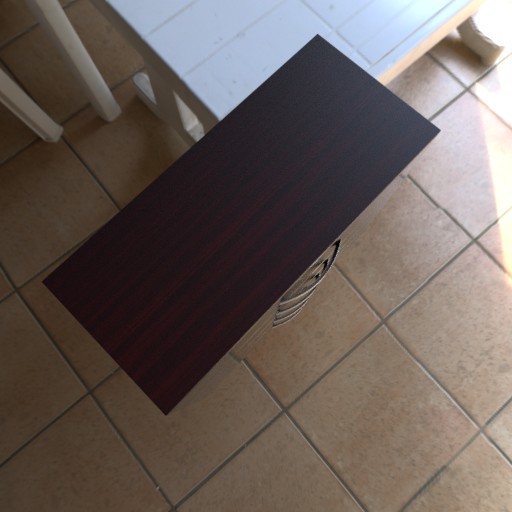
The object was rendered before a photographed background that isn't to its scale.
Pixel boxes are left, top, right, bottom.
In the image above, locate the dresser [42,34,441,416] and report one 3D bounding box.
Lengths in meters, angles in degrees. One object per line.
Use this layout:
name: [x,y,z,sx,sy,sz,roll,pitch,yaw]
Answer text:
dresser: [0.000,0.000,1.190,0.360,0.720,0.750,43,79,10]
